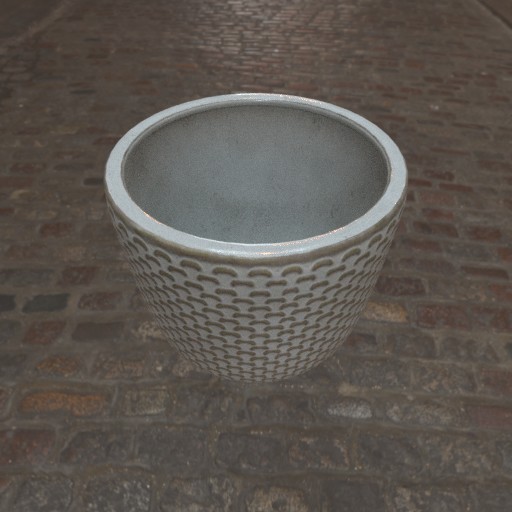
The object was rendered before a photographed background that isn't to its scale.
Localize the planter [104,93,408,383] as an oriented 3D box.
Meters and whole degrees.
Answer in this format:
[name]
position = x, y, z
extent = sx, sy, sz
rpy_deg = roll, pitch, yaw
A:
[planter]
position = 0.000, 0.000, 0.308
extent = 0.173, 0.160, 0.173
rpy_deg = 0, 44, 0
